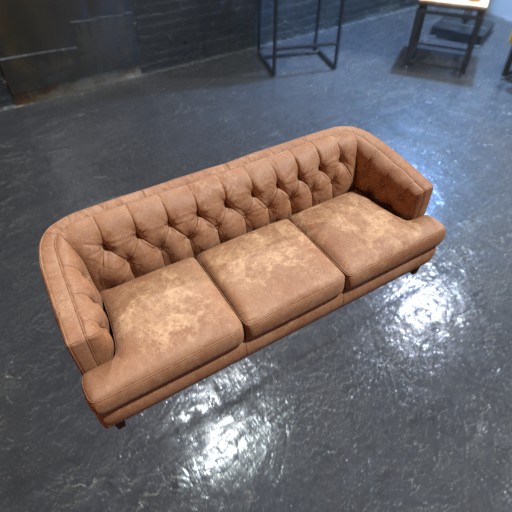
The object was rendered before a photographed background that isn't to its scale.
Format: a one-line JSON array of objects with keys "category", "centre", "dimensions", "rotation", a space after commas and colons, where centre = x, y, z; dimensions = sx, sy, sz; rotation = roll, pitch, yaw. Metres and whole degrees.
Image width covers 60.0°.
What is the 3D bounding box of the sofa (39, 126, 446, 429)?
[{"category": "sofa", "centre": [0.000, 0.000, 2.637], "dimensions": [2.257, 0.791, 0.922], "rotation": [-23, 50, -21]}]
